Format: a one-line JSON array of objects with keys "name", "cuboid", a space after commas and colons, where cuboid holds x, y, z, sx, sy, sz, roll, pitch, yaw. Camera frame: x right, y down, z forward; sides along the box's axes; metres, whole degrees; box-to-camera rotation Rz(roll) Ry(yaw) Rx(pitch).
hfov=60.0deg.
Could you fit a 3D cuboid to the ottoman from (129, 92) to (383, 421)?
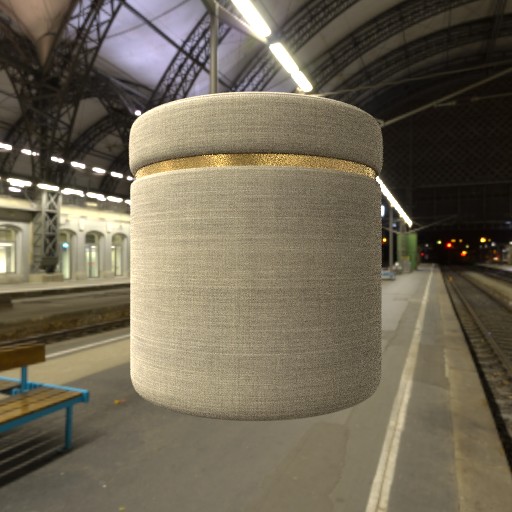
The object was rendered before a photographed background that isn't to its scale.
[{"name": "ottoman", "cuboid": [0.000, 0.000, 0.727, 0.400, 0.406, 0.400, 0, 0, 0]}]
